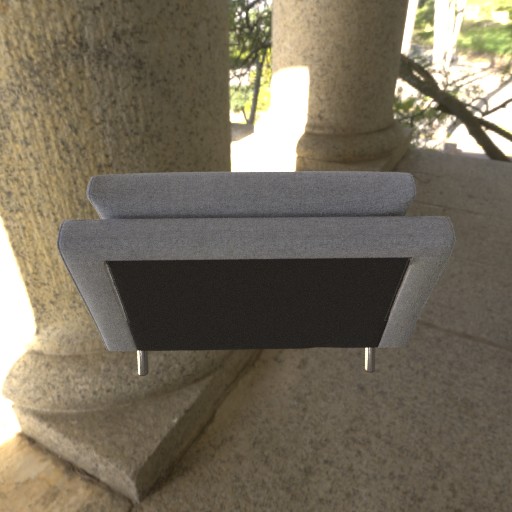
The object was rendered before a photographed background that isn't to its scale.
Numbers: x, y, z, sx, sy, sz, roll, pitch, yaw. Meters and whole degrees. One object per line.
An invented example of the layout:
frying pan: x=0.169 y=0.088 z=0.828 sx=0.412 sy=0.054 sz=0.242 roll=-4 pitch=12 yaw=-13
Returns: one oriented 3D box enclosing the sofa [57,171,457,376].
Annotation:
sofa: x=0.000 y=0.000 z=1.878 sx=1.220 sy=0.910 sz=0.910 roll=-1 pitch=32 yaw=-1
